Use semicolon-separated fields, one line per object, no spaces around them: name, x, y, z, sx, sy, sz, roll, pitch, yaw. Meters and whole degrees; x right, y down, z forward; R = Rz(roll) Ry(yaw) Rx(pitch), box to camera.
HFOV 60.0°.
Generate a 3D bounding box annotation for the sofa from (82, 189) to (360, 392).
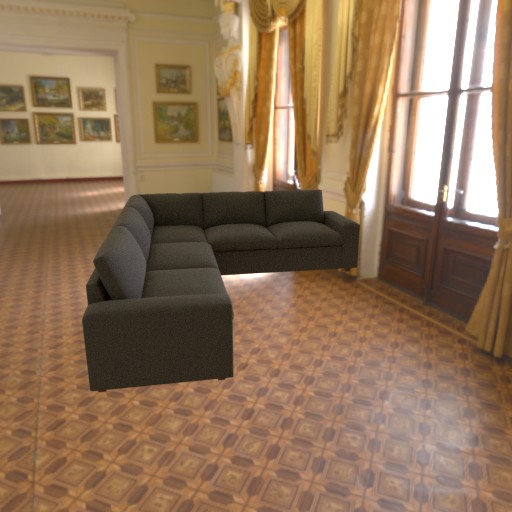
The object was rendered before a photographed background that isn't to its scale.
sofa;0.000;0.000;4.681;2.895;0.965;3.277;-3;16;-10
